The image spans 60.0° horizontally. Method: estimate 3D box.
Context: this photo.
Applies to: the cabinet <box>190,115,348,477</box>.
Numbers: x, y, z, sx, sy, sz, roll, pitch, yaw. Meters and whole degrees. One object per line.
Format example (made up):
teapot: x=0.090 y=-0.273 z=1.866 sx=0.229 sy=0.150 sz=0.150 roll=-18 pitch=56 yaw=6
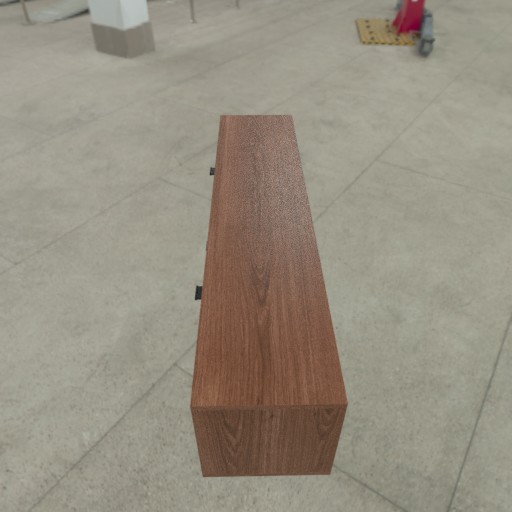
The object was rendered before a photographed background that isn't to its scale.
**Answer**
cabinet: x=0.000 y=0.000 z=1.820 sx=0.400 sy=0.500 sz=1.650 roll=-1 pitch=41 yaw=-1
